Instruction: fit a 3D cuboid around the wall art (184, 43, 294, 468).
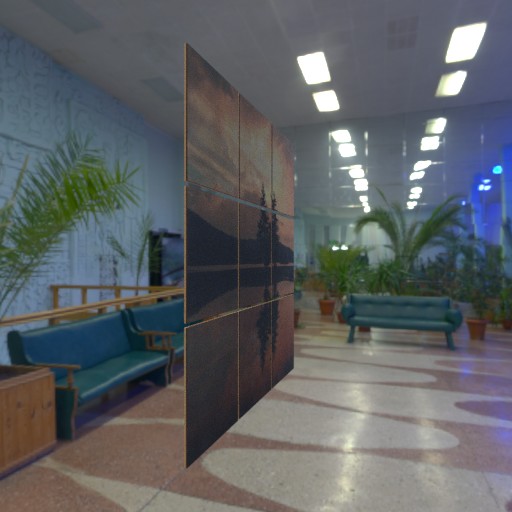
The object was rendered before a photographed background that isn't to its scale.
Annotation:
[{"bbox_3d":[0.000,0.000,2.307,0.013,1.525,1.520,0,0,19],"label":"wall art"}]
